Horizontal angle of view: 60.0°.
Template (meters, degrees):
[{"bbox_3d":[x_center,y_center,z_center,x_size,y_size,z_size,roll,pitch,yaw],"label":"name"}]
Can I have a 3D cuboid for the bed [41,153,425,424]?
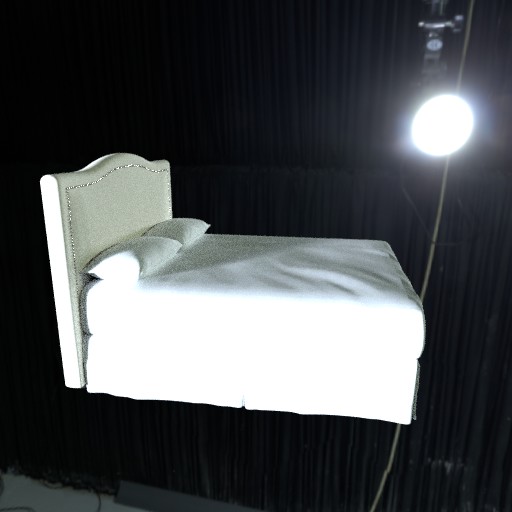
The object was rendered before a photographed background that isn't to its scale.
[{"bbox_3d":[0.000,0.000,3.252,2.143,1.460,1.753,3,15,9],"label":"bed"}]
